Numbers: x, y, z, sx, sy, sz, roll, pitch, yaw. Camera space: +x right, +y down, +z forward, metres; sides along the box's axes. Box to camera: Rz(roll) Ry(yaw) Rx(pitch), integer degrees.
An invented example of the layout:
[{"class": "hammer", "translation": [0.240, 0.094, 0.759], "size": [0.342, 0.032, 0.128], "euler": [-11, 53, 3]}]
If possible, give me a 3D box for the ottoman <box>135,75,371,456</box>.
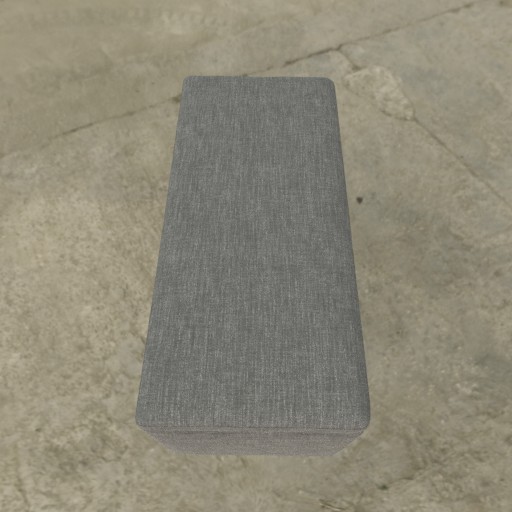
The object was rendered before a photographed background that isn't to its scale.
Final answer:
[{"class": "ottoman", "translation": [0.000, 0.000, 1.118], "size": [0.419, 0.432, 0.902], "euler": [1, 60, 0]}]
